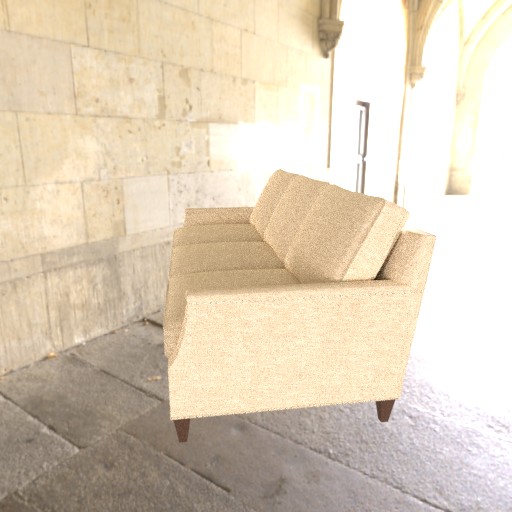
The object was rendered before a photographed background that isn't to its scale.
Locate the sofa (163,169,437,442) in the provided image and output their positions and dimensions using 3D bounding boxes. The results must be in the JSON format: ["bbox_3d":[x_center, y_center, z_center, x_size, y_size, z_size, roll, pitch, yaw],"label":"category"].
[{"bbox_3d":[0.000,0.000,2.734,1.041,0.940,2.210,-2,15,-9],"label":"sofa"}]
